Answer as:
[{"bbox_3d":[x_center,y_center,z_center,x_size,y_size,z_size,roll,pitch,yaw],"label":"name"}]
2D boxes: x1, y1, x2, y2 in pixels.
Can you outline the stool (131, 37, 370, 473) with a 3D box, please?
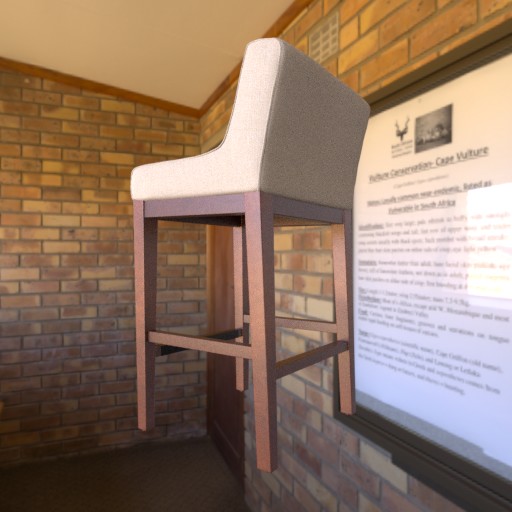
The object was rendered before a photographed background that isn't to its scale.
[{"bbox_3d":[0.000,0.000,1.251,0.500,0.937,0.511,0,0,35],"label":"stool"}]
